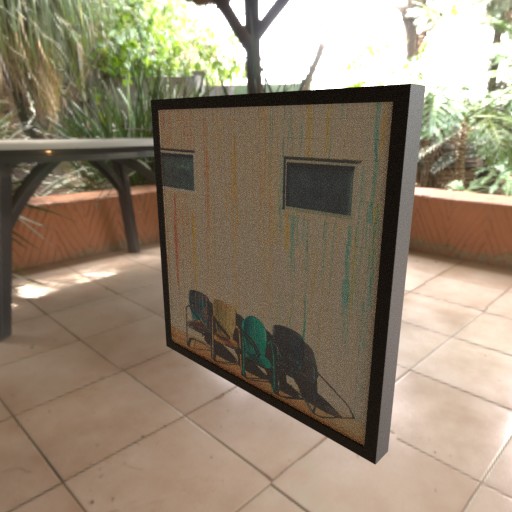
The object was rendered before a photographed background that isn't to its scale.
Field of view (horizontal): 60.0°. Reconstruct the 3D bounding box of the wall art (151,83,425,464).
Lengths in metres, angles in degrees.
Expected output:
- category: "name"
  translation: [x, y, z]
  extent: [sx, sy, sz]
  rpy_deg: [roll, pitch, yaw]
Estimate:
- category: "wall art"
  translation: [0.000, 0.000, 0.738]
  extent: [0.506, 0.506, 0.037]
  rpy_deg: [15, 23, 42]
